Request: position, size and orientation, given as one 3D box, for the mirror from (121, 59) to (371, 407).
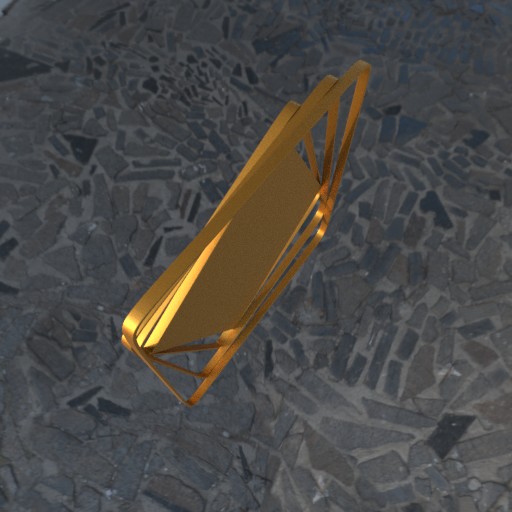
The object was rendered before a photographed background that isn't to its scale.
[{"bbox_3d":[0.000,0.000,0.700,0.045,0.468,0.470,33,68,16],"label":"mirror"}]
